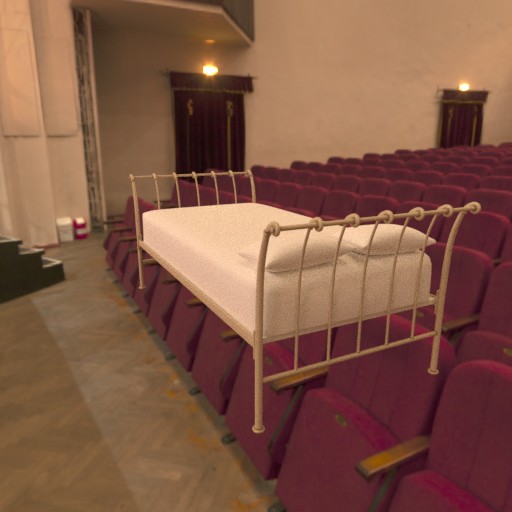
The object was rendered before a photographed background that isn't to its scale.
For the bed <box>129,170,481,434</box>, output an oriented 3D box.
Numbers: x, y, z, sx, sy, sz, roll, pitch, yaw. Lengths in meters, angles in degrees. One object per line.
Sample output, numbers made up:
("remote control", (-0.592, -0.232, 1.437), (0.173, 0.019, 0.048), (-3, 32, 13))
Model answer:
("bed", (0.000, 0.000, 2.714), (1.032, 0.873, 2.228), (-8, 17, -26))
